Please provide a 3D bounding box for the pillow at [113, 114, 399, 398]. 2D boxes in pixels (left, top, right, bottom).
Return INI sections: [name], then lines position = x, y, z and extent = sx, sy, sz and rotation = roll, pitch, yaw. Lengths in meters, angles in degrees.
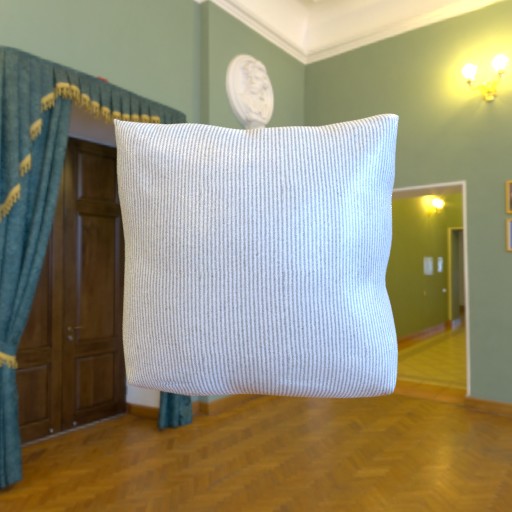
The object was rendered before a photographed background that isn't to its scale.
[pillow]
position = 0.000, 0.000, 0.696
extent = 0.387, 0.432, 0.310
rotation = -1, -2, 37
